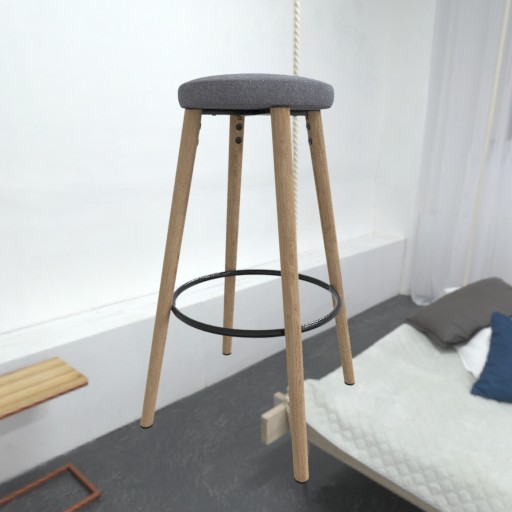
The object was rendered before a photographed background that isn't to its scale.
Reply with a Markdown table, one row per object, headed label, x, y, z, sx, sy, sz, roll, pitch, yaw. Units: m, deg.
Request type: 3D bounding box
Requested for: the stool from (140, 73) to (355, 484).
| label | x | y | z | sx | sy | sz | roll | pitch | yaw |
| --- | --- | --- | --- | --- | --- | --- | --- | --- | --- |
| stool | 0.000 | 0.000 | 1.015 | 0.410 | 0.770 | 0.410 | 8 | 18 | 25 |
